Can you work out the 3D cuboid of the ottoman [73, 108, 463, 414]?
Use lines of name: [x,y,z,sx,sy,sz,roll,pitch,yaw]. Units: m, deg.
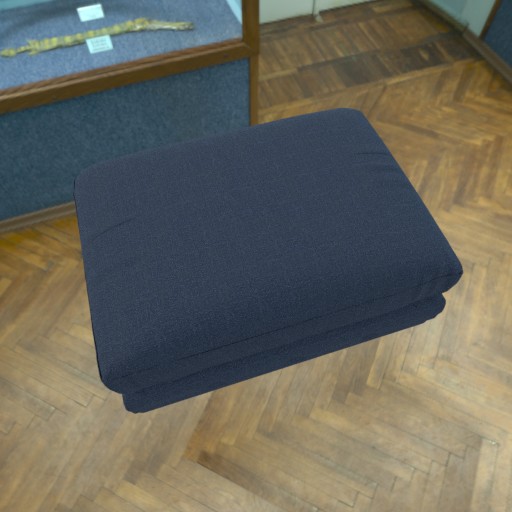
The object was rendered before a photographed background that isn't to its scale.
ottoman: [0.000,0.000,1.122,0.767,0.486,0.558,-15,60,-9]
